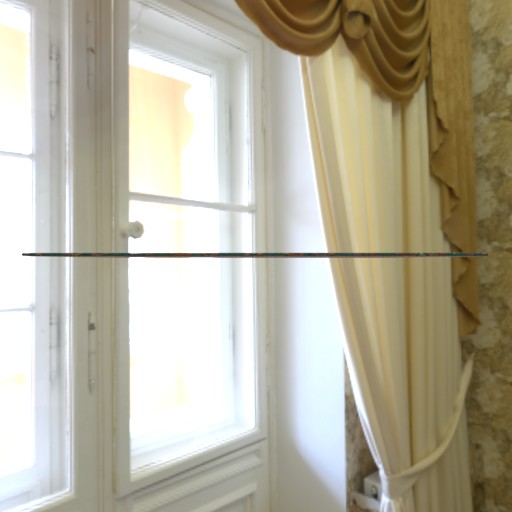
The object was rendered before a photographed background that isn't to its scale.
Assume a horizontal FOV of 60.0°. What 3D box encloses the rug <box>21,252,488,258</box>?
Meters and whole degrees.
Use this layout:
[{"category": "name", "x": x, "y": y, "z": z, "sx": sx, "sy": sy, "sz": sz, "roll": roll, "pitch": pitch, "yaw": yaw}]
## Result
[{"category": "rug", "x": 0.000, "y": 0.000, "z": 4.242, "sx": 3.204, "sy": 0.025, "sz": 2.434, "roll": 0, "pitch": 0, "yaw": 1}]
